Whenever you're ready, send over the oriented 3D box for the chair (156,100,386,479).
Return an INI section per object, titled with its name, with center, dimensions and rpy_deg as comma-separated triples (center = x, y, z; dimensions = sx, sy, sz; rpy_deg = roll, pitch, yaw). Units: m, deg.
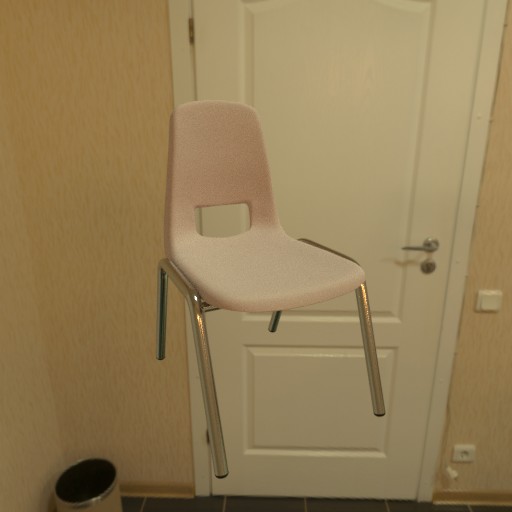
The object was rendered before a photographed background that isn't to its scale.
[chair]
center = 0.000, 0.000, 0.869
dimensions = 0.354, 0.586, 0.423
rpy_deg = -9, 20, -26
